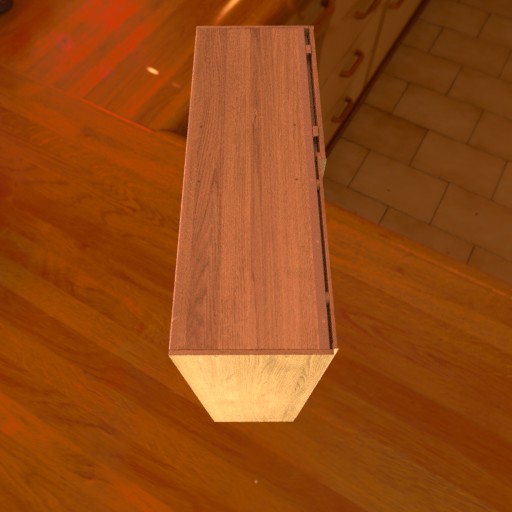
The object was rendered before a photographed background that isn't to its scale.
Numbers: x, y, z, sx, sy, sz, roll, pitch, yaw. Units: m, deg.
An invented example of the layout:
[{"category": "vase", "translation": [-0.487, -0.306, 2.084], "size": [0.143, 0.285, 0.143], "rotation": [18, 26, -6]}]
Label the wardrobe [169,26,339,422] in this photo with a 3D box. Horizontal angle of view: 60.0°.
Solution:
[{"category": "wardrobe", "translation": [0.000, 0.000, 2.843], "size": [0.629, 1.960, 1.780], "rotation": [0, 63, 0]}]
